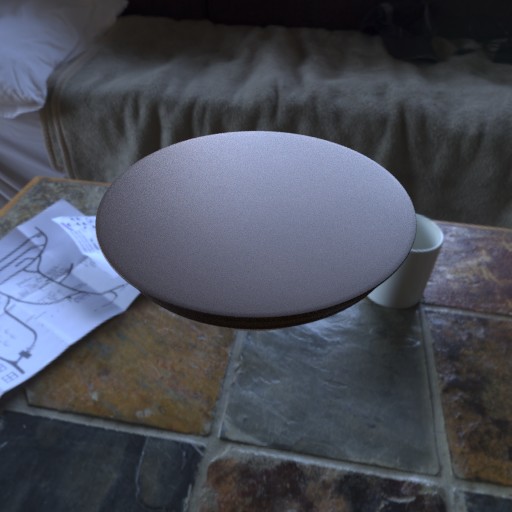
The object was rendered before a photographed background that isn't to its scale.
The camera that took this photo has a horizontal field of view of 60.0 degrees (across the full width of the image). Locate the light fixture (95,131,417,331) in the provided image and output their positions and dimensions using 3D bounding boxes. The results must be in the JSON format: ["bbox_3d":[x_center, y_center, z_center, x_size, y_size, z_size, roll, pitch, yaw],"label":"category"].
[{"bbox_3d":[0.000,0.000,0.443,0.280,0.135,0.280,0,41,0],"label":"light fixture"}]
